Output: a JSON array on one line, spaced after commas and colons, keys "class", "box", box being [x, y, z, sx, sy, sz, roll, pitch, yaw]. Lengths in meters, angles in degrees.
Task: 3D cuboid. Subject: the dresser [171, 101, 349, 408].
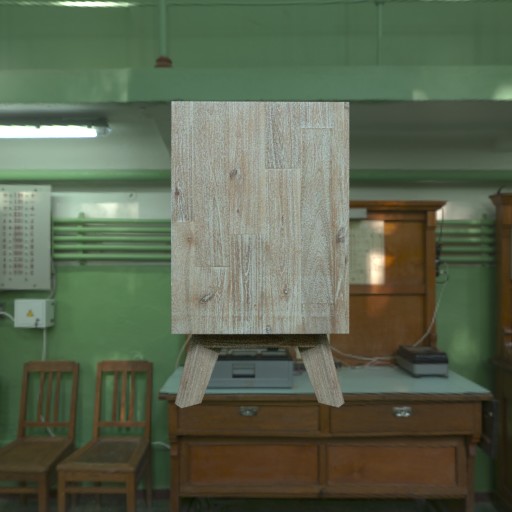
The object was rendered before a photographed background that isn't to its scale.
[{"class": "dresser", "box": [0.000, 0.000, 1.930, 0.455, 0.788, 1.602, 0, 0, -1]}]
